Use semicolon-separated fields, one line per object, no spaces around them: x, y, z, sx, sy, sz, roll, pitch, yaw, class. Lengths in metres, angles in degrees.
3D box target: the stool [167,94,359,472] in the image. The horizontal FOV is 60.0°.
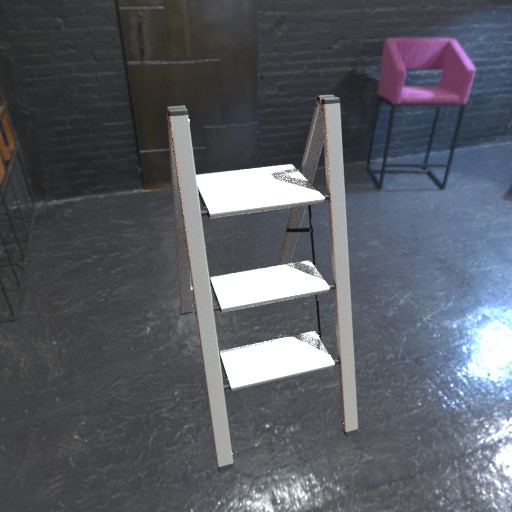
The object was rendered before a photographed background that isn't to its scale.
0.000;0.000;1.338;0.441;0.902;0.730;-9;34;-14;stool
